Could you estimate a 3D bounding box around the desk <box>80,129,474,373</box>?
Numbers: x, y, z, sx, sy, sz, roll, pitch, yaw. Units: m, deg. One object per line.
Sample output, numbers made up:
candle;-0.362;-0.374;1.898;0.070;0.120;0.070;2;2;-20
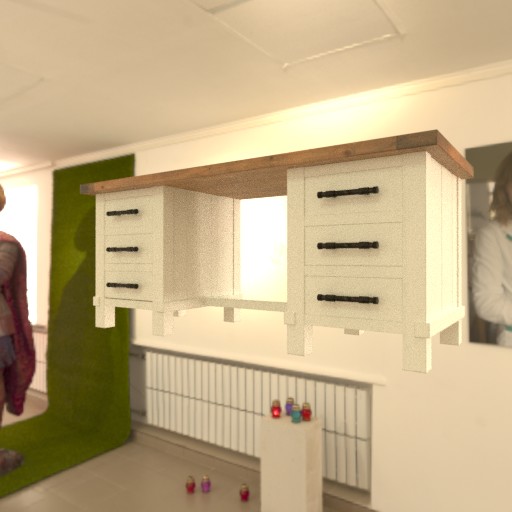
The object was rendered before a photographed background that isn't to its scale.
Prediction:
desk;0.000;0.000;2.136;1.803;0.760;0.688;0;0;34
